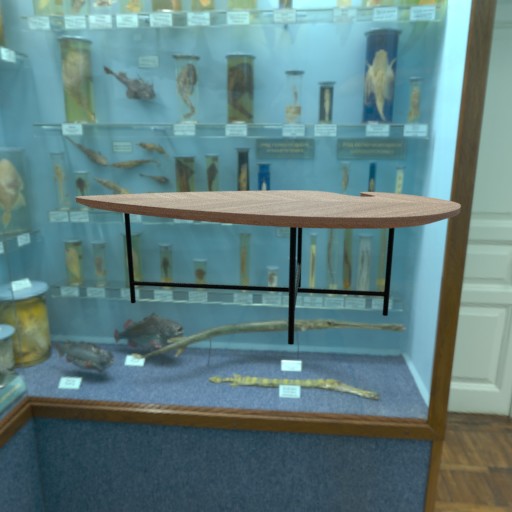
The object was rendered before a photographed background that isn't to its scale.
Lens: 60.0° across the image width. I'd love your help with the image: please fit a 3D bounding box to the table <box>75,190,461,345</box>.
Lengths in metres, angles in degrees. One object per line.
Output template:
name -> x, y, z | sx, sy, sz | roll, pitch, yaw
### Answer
table -> 0.000, 0.000, 1.424 | 1.199, 0.360, 0.598 | 2, 15, 8
